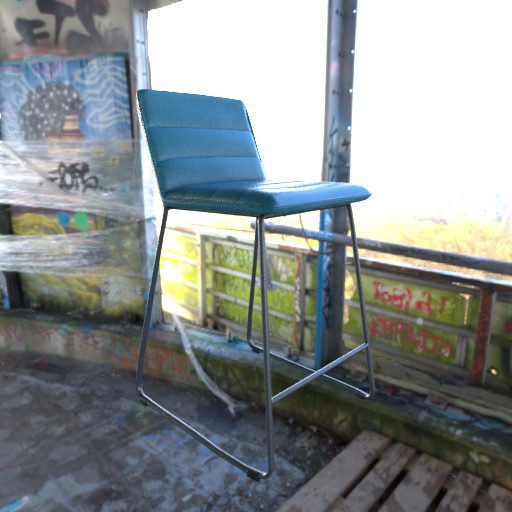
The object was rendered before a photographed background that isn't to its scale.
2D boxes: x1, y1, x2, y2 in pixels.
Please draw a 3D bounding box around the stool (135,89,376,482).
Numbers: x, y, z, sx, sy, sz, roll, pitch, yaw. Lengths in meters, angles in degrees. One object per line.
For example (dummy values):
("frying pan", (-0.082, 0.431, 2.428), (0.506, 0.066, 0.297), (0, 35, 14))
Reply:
("stool", (0.000, 0.000, 1.196), (0.524, 0.866, 0.489), (13, 18, 42))
